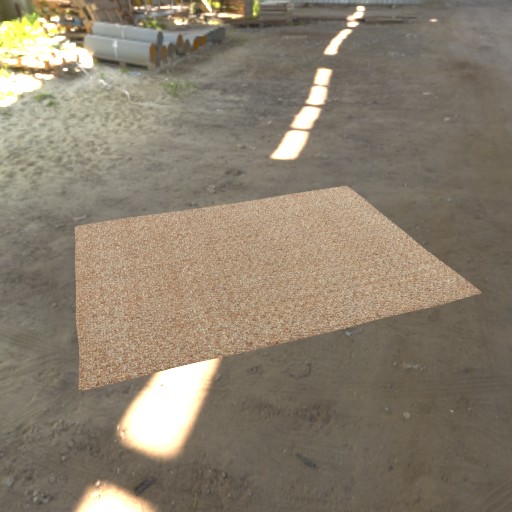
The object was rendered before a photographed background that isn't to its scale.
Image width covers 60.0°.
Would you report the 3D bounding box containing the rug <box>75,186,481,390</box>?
[{"bbox_3d":[0.000,0.000,2.780,2.141,0.013,1.566,-11,34,-16],"label":"rug"}]
